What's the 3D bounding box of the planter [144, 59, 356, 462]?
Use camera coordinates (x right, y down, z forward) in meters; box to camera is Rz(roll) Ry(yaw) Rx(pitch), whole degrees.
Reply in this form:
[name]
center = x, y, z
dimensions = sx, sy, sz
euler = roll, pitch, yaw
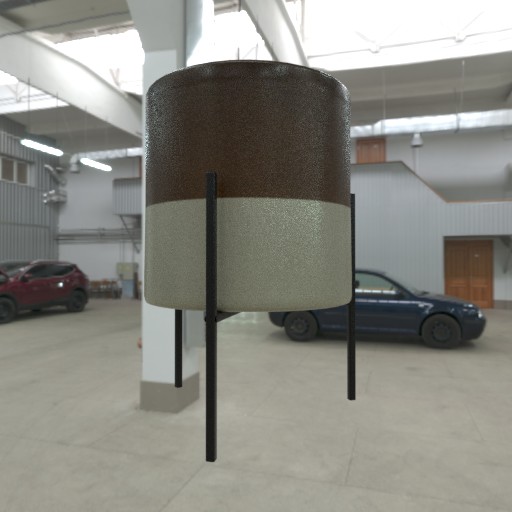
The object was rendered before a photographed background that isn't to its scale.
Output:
[planter]
center = 0.000, 0.000, 0.548
dimensions = 0.269, 0.375, 0.255
euler = 0, -1, -18
